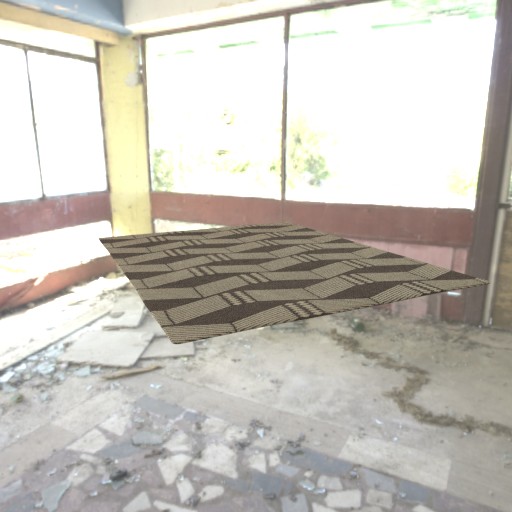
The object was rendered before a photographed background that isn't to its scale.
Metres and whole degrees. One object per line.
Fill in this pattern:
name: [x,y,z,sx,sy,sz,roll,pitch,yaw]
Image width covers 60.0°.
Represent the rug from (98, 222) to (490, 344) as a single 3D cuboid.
rug: [0.000,0.000,4.123,2.438,0.016,3.048,-7,15,-25]
